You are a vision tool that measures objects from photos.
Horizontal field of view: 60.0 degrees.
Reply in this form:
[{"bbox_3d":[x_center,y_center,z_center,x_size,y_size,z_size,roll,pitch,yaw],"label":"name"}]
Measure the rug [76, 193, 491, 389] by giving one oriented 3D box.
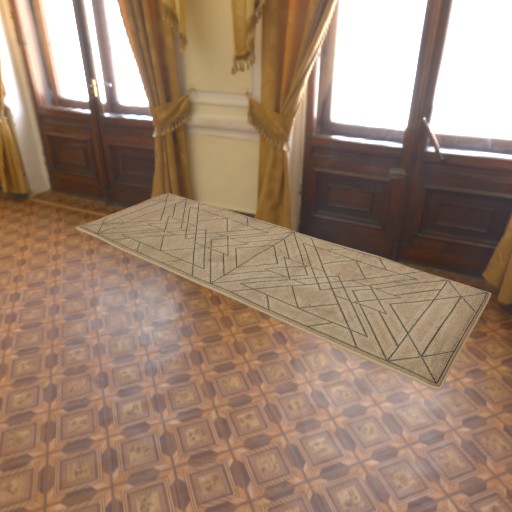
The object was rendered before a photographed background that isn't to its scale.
[{"bbox_3d":[0.000,0.000,2.590,2.381,0.036,0.831,20,34,32],"label":"rug"}]
